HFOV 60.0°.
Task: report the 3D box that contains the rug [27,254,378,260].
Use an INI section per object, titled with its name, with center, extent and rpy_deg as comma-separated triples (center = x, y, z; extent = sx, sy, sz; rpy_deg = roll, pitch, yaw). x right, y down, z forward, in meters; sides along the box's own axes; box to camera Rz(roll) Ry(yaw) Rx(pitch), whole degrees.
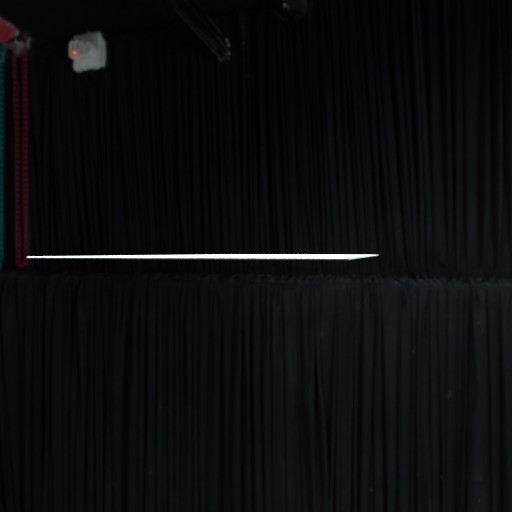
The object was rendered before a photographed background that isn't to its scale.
[rug]
center = 0.000, 0.000, 3.037
extent = 1.512, 0.009, 2.457
rpy_deg = 0, 0, 18
